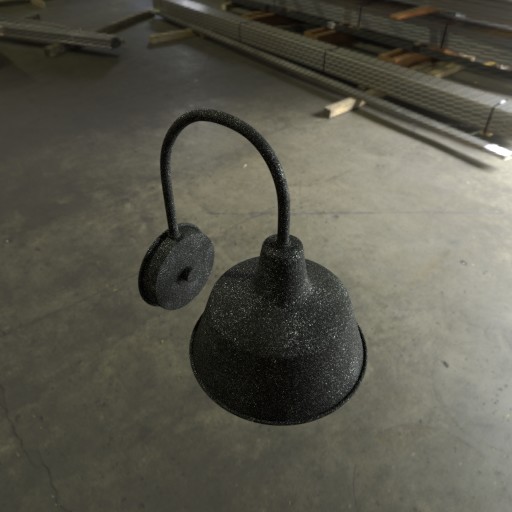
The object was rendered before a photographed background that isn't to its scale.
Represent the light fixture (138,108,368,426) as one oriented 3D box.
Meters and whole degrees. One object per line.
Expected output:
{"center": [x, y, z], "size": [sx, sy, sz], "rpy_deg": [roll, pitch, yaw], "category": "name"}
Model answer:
{"center": [0.000, 0.000, 0.479], "size": [0.283, 0.300, 0.216], "rpy_deg": [26, 47, 28], "category": "light fixture"}
